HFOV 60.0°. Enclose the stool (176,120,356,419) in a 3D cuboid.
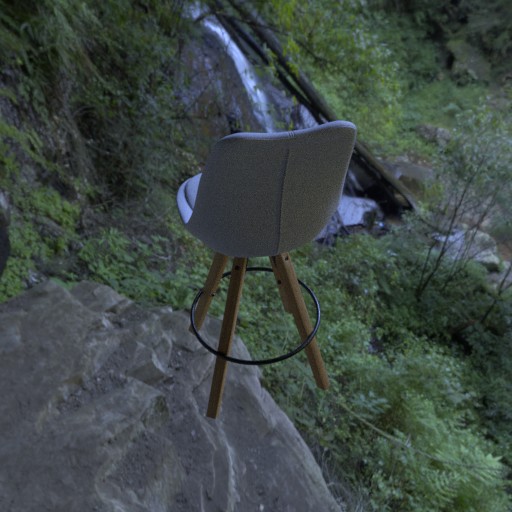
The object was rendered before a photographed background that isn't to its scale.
[{"bbox_3d":[0.000,0.000,1.431,0.484,1.115,0.550,-10,42,-12],"label":"stool"}]
